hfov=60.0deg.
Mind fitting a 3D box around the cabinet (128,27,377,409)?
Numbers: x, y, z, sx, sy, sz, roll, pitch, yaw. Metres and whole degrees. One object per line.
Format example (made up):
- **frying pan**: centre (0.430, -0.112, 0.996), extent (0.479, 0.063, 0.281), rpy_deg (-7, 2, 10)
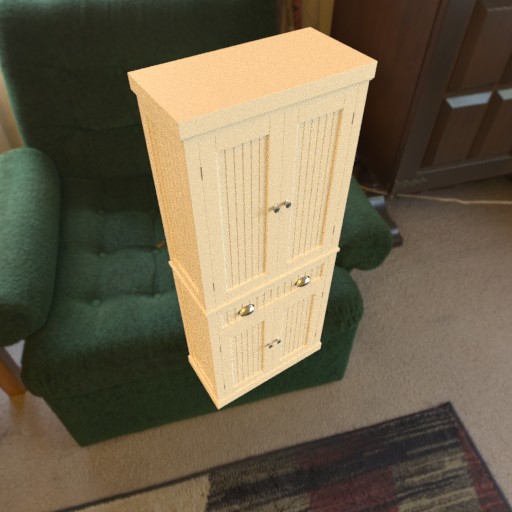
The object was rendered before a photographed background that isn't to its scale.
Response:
- **cabinet**: centre (0.000, 0.000, 2.144), extent (0.754, 1.829, 0.390), rpy_deg (-25, 51, -22)
